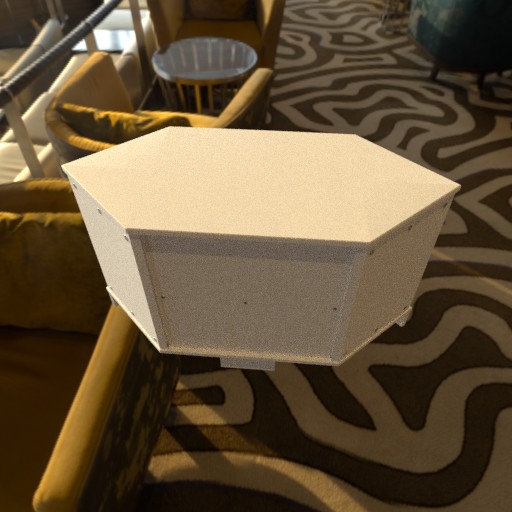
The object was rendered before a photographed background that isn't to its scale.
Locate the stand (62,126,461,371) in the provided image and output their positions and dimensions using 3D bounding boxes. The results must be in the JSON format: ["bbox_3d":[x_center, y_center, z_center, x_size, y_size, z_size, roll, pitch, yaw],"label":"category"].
[{"bbox_3d":[0.000,0.000,1.400,1.072,0.614,0.477,3,46,3],"label":"stand"}]
